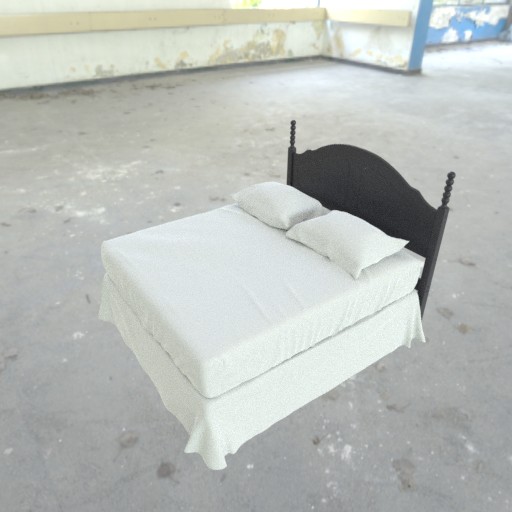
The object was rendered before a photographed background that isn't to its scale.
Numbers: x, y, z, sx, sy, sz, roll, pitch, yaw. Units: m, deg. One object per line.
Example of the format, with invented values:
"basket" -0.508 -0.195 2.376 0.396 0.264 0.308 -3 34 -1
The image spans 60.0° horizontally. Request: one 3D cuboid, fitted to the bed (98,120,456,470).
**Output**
"bed" 0.000 0.000 3.261 2.040 1.356 1.873 -20 37 -30
